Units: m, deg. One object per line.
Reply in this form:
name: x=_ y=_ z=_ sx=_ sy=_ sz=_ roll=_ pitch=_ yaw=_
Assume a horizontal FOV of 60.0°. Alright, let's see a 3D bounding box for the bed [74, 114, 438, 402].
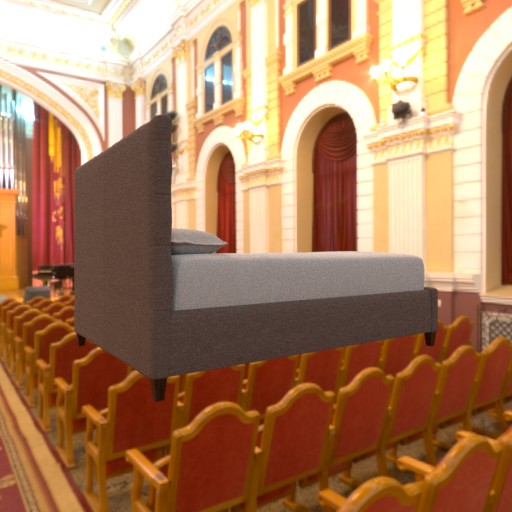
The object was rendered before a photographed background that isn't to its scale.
bed: x=0.000 y=0.000 z=3.524 sx=2.387 sy=1.427 sz=1.698 roll=0 pitch=1 yaw=-35
